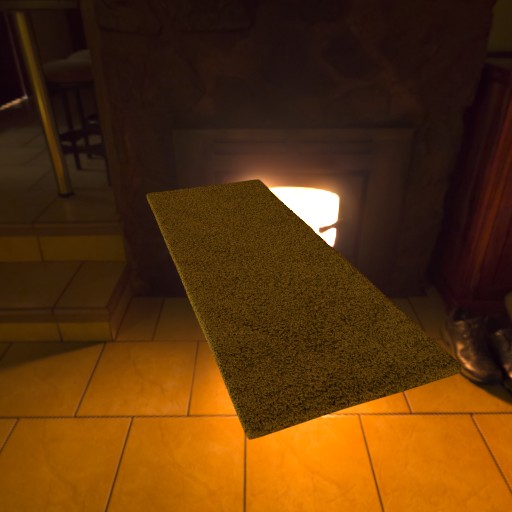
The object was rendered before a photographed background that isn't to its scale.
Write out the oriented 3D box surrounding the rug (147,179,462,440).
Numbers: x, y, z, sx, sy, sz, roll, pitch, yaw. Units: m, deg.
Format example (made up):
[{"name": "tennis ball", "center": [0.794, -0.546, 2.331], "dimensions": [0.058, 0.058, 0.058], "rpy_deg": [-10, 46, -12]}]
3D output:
[{"name": "rug", "center": [0.000, 0.000, 1.702], "dimensions": [0.609, 0.030, 1.524], "rpy_deg": [-11, 32, -18]}]
